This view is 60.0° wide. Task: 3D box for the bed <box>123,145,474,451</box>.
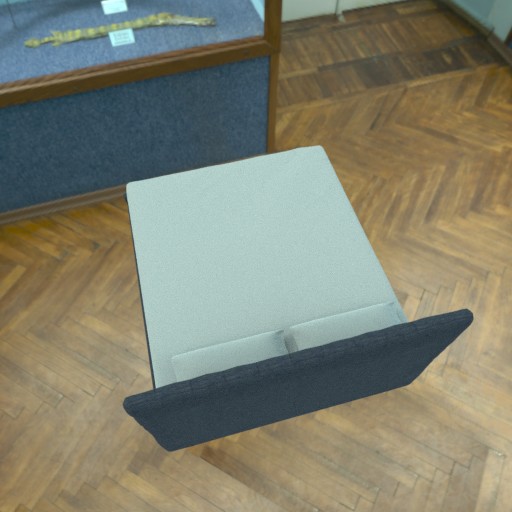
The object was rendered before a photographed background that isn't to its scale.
[{"bbox_3d":[0.000,0.000,3.645,2.078,1.427,2.387,-13,60,-8],"label":"bed"}]
